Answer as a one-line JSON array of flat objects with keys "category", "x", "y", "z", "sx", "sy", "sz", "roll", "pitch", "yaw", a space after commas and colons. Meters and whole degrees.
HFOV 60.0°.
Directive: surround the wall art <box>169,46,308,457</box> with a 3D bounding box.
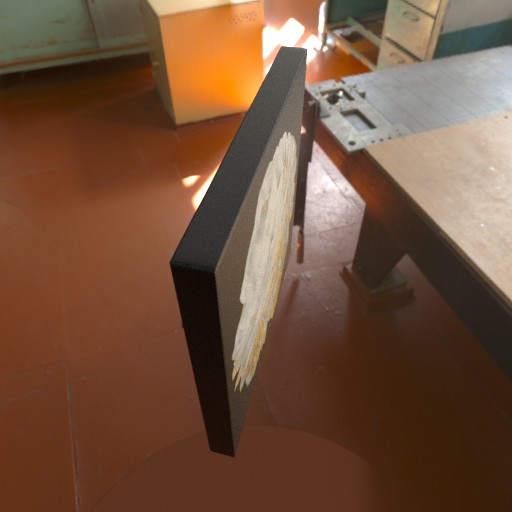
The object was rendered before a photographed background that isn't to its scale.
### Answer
[{"category": "wall art", "x": 0.000, "y": 0.000, "z": 0.612, "sx": 0.041, "sy": 0.407, "sz": 0.406, "roll": 11, "pitch": 48, "yaw": 10}]
